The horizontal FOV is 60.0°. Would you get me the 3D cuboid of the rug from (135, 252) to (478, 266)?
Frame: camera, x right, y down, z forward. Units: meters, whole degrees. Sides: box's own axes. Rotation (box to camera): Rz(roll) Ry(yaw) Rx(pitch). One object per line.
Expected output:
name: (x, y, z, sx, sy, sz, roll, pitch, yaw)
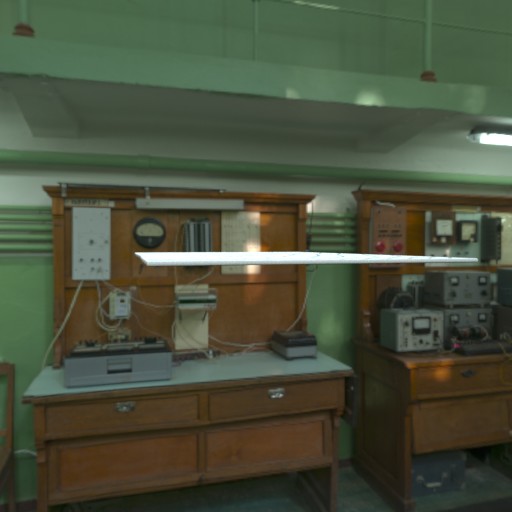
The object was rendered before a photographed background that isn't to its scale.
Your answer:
rug: (0.000, 0.000, 2.378, 1.222, 0.015, 1.828, 0, 1, -16)
